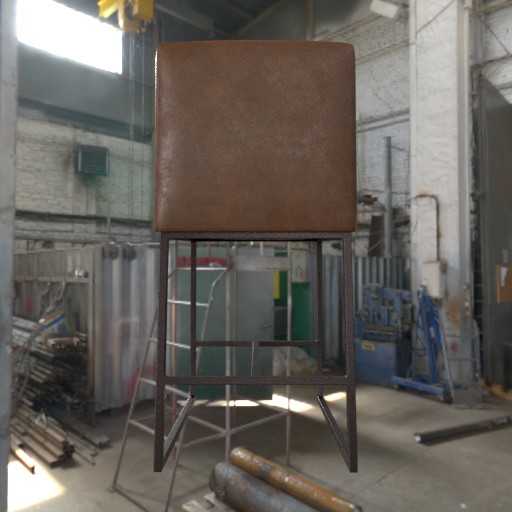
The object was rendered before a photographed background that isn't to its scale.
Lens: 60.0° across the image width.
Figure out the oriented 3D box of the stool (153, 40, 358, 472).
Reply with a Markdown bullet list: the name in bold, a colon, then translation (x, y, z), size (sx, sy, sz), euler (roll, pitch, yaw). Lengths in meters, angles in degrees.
- **stool**: translation (0.000, 0.000, 1.229), size (0.463, 0.942, 0.562), euler (0, -2, 0)
